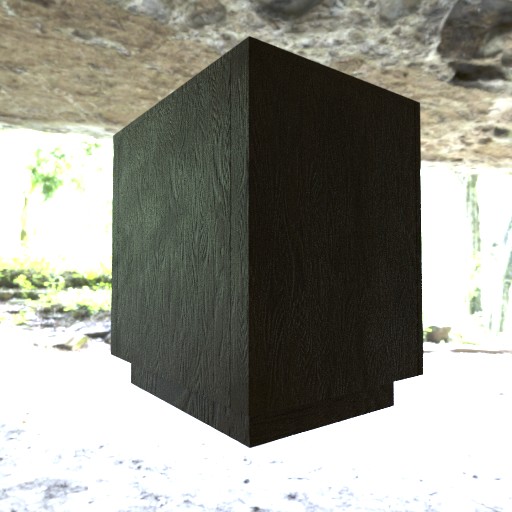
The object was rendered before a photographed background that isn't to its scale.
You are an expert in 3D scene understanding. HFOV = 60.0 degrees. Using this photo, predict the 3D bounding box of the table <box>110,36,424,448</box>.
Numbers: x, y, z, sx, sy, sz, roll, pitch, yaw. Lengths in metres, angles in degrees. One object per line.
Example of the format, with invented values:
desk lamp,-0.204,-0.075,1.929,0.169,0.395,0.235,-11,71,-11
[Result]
table,0.000,0.000,0.957,0.439,0.585,0.560,2,-3,-37
